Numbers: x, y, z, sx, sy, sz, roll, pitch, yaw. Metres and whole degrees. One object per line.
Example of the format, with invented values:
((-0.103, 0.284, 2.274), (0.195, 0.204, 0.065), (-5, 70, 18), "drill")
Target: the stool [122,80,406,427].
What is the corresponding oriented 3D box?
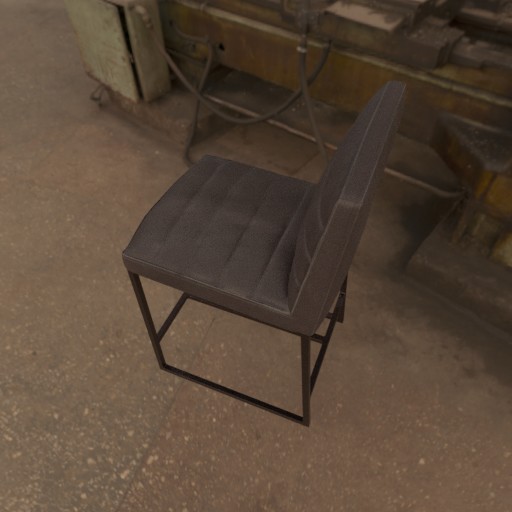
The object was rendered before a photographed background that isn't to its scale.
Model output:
((0.000, 0.000, 1.250), (0.562, 0.946, 0.463), (17, 50, 15), "stool")
